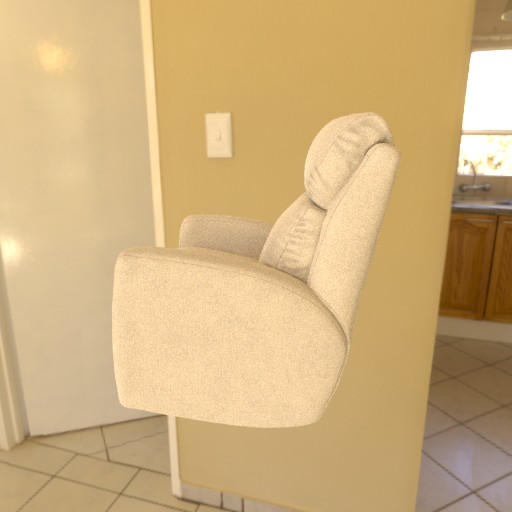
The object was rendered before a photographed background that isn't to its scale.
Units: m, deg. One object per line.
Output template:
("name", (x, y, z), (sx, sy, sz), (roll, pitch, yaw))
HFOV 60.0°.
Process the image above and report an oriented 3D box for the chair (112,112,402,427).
("chair", (0.000, 0.000, 1.692), (0.940, 1.021, 0.794), (2, 16, 8))
